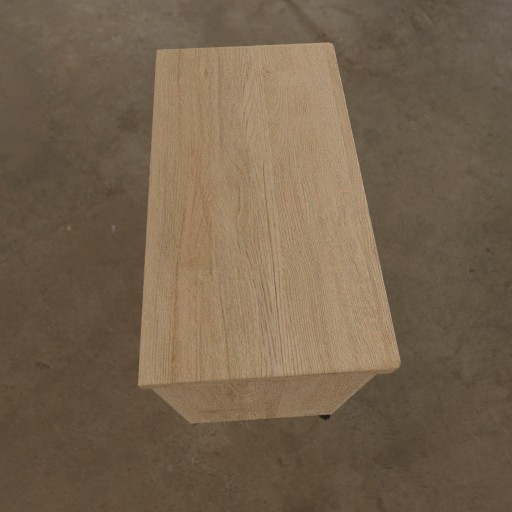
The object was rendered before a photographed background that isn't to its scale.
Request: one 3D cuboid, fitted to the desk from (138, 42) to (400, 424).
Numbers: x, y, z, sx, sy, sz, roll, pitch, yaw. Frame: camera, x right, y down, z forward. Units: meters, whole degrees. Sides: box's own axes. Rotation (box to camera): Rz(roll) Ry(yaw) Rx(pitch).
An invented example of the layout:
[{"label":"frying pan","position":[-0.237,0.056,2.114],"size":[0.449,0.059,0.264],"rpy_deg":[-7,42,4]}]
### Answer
[{"label":"desk","position":[0.000,0.000,1.342],"size":[0.480,0.770,0.885],"rpy_deg":[-3,63,-2]}]
